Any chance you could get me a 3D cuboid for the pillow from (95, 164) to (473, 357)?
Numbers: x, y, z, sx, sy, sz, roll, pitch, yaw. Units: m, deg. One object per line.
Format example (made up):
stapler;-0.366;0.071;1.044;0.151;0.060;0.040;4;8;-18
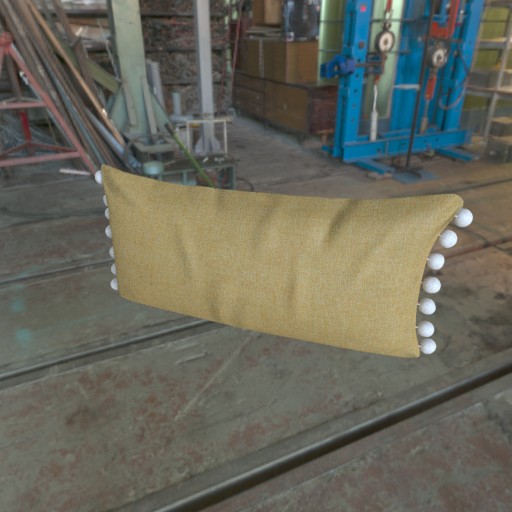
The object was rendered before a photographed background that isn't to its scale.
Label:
pillow;0.000;0.000;0.842;0.709;0.322;0.201;9;29;17
